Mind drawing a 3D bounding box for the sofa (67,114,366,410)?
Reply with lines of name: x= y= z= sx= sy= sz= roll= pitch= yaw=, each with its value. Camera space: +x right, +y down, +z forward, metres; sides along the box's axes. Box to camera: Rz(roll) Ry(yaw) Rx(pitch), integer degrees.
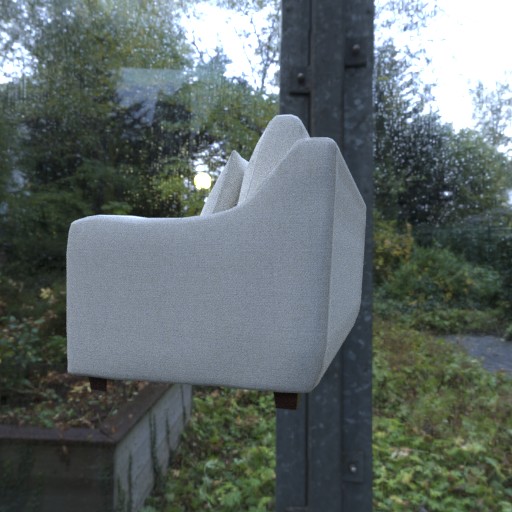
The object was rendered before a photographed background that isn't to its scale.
sofa: x=0.000 y=0.000 z=2.329 sx=1.040 sy=1.047 sz=1.744 roll=0 pitch=-1 yaw=17
